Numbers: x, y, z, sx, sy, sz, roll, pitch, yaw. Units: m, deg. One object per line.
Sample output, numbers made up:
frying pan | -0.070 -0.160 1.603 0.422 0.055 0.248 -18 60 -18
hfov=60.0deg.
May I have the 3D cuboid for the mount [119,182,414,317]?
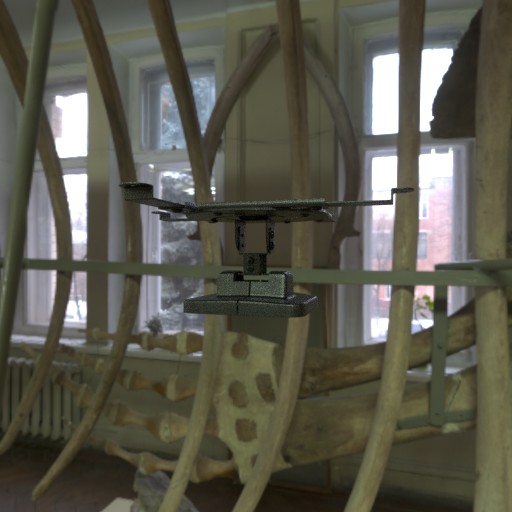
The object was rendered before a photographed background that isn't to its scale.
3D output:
mount | 0.000 0.000 0.593 0.394 0.141 0.394 0 0 17
